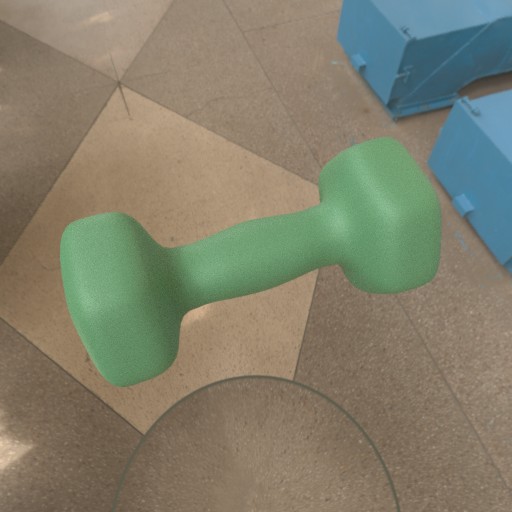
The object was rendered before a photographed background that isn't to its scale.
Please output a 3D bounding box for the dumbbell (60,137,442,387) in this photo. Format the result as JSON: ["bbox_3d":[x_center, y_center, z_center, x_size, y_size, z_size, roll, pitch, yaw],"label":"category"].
[{"bbox_3d":[0.000,0.000,0.325,0.257,0.114,0.126,-16,61,-10],"label":"dumbbell"}]
